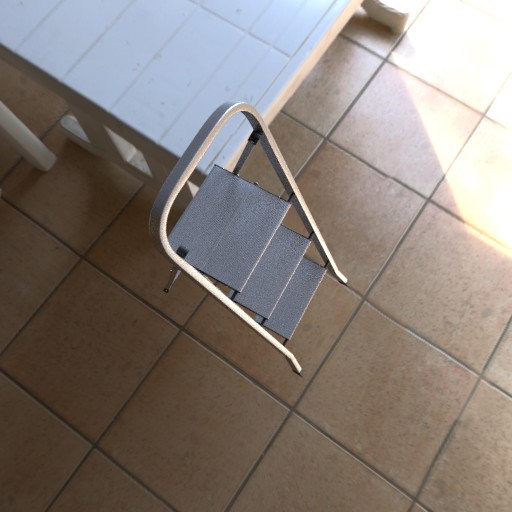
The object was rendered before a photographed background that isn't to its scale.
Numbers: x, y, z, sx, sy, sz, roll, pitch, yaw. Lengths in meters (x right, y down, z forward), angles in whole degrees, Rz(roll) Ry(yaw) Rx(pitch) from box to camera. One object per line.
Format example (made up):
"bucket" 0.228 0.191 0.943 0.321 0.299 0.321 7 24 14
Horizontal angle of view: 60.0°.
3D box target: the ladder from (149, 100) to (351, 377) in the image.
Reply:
"ladder" 0.000 0.000 1.436 0.704 1.070 0.465 28 76 8
